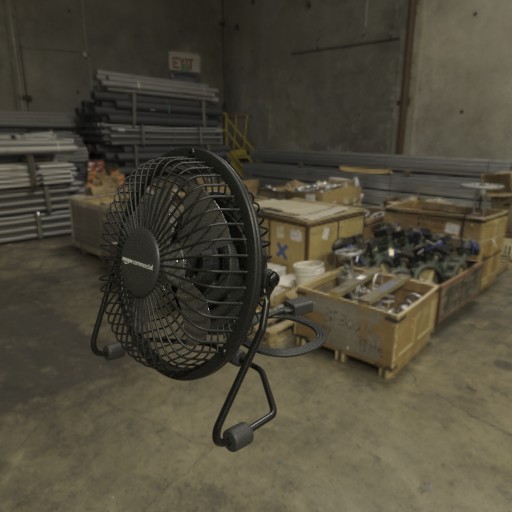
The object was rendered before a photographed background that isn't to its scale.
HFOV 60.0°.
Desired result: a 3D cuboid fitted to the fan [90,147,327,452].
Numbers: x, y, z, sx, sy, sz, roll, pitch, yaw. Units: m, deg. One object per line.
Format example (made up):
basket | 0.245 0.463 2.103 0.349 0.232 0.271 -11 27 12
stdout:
fan | 0.000 0.000 0.314 0.202 0.152 0.153 -15 21 -43
